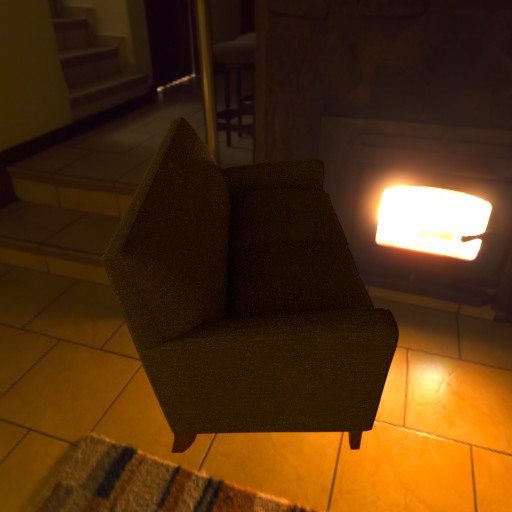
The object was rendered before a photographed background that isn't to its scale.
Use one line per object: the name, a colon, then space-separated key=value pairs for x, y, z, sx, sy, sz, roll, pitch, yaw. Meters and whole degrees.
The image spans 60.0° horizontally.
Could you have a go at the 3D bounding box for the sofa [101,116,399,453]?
sofa: x=0.000 y=0.000 z=2.022 sx=0.867 sy=0.905 sz=1.509 roll=-1 pitch=31 yaw=-1
